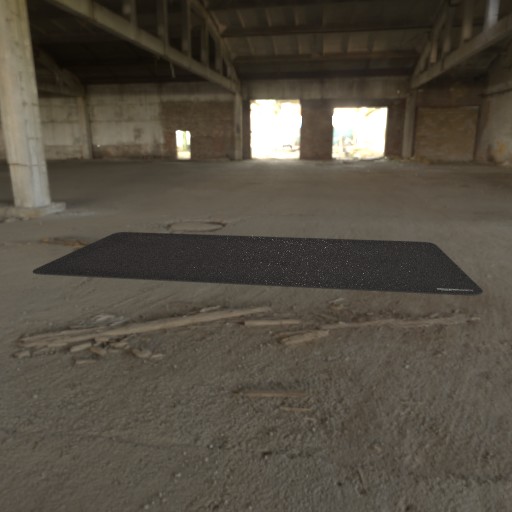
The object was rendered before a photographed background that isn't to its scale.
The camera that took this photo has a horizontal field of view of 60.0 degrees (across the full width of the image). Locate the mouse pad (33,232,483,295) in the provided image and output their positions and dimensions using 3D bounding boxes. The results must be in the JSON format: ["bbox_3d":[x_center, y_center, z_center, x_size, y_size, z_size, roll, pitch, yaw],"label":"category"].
[{"bbox_3d":[0.000,0.000,1.063,0.907,0.003,0.424,2,15,8],"label":"mouse pad"}]
